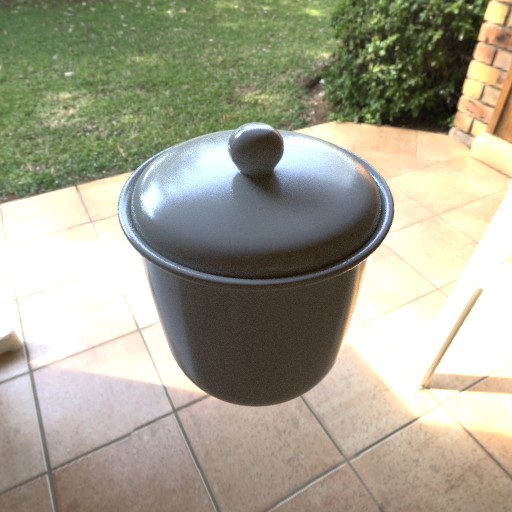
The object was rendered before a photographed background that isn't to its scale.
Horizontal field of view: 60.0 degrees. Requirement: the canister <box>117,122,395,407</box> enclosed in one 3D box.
[{"bbox_3d":[0.000,0.000,0.336,0.182,0.208,0.182,0,41,0],"label":"canister"}]
